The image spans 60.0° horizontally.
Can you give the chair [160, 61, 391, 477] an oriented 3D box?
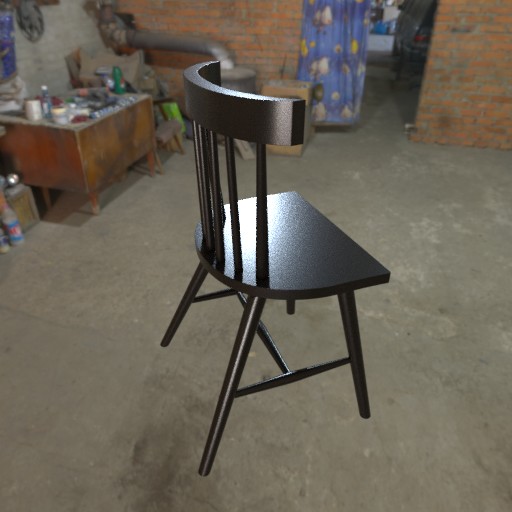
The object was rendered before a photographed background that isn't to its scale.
[{"bbox_3d":[0.000,0.000,1.108,0.483,0.844,0.506,-11,33,-18],"label":"chair"}]
